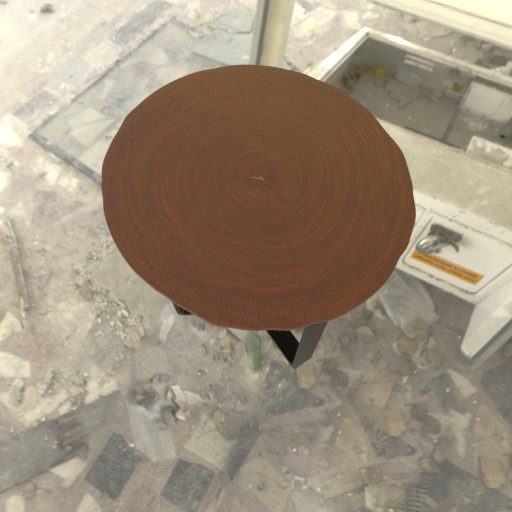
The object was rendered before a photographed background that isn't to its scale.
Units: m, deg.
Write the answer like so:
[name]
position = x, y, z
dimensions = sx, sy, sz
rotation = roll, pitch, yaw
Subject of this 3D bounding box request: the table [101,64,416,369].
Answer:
[table]
position = 0.000, 0.000, 0.759
dimensions = 0.380, 0.450, 0.410
rotation = -31, 68, -15
